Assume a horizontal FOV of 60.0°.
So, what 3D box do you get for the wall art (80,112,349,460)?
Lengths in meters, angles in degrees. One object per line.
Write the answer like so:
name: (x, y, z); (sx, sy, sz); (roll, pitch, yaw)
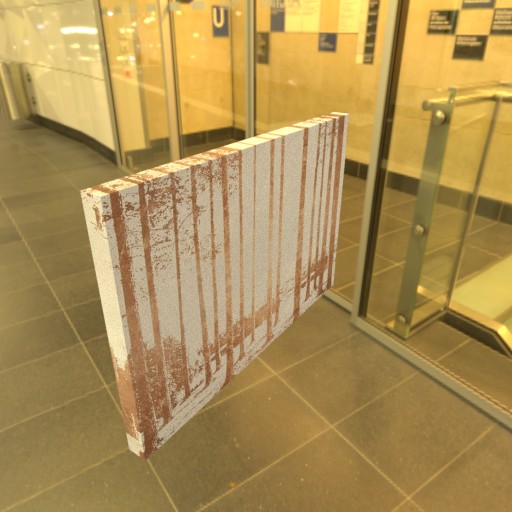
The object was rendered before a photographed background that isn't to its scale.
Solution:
wall art: (0.000, 0.000, 0.783); (0.035, 0.405, 0.609); (18, 32, 31)
